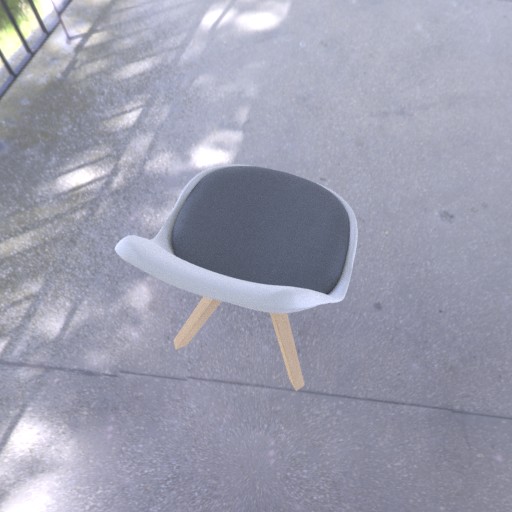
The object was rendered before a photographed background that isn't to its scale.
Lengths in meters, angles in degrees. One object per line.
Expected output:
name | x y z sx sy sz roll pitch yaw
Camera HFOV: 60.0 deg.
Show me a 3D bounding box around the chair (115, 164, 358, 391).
chair | 0.000 0.000 1.152 0.485 0.850 0.550 17 65 8
